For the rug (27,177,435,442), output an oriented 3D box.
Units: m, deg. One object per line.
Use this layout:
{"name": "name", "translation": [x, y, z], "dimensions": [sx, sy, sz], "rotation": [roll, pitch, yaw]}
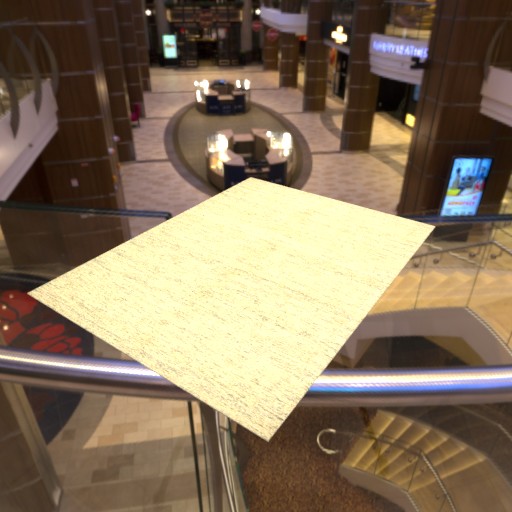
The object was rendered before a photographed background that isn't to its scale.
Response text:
{"name": "rug", "translation": [0.000, 0.000, 4.229], "dimensions": [2.437, 0.014, 3.201], "rotation": [20, 37, 30]}
